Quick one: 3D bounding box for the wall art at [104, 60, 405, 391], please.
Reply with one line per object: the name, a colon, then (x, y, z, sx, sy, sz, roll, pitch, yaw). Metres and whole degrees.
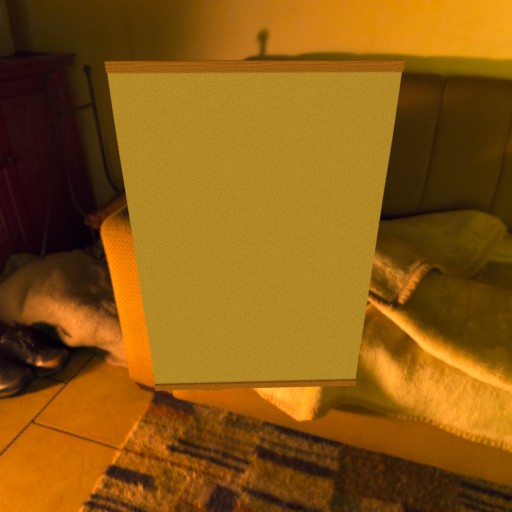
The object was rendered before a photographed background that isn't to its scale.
wall art: (0.000, 0.000, 1.877, 1.011, 1.521, 0.025, -1, 29, -2)
